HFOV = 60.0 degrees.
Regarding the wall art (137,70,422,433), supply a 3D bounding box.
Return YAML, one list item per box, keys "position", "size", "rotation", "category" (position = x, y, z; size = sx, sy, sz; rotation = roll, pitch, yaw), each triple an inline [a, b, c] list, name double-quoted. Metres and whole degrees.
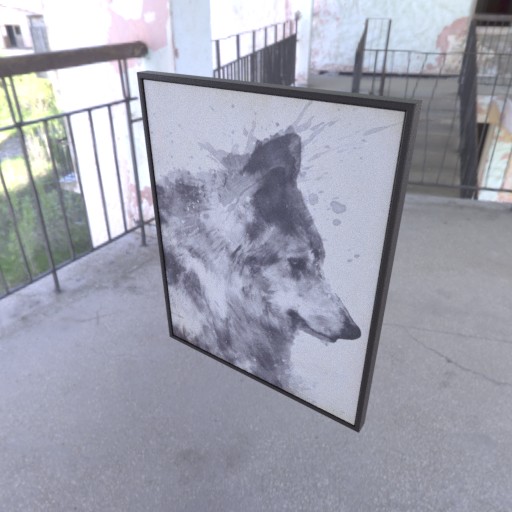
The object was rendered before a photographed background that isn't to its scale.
- position: [0.000, 0.000, 0.752]
  size: [0.451, 0.551, 0.028]
  rotation: [19, 35, 29]
  category: "wall art"
